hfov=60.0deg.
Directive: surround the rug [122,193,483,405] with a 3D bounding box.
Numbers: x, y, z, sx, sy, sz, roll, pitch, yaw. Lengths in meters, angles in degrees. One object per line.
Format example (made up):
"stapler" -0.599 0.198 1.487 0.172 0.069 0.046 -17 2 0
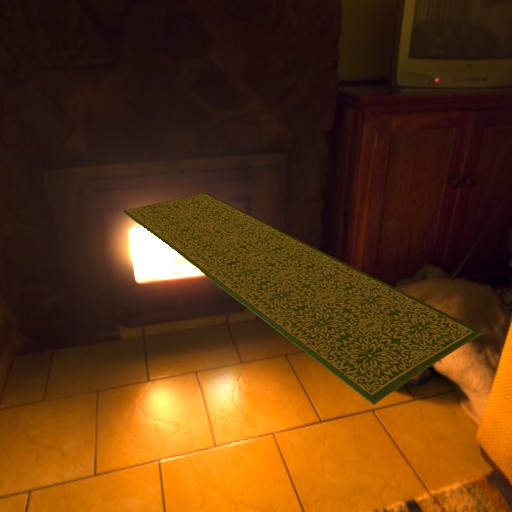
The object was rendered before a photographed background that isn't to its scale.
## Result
"rug" 0.000 0.000 2.400 0.662 0.011 2.196 -18 31 -32
